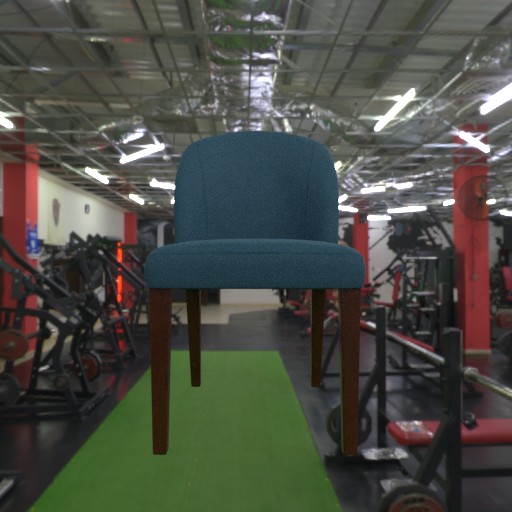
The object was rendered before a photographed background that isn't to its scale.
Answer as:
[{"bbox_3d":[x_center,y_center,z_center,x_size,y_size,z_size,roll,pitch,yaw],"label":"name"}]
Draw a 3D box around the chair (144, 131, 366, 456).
[{"bbox_3d":[0.000,0.000,1.254,0.507,0.879,0.620,0,0,0],"label":"chair"}]
